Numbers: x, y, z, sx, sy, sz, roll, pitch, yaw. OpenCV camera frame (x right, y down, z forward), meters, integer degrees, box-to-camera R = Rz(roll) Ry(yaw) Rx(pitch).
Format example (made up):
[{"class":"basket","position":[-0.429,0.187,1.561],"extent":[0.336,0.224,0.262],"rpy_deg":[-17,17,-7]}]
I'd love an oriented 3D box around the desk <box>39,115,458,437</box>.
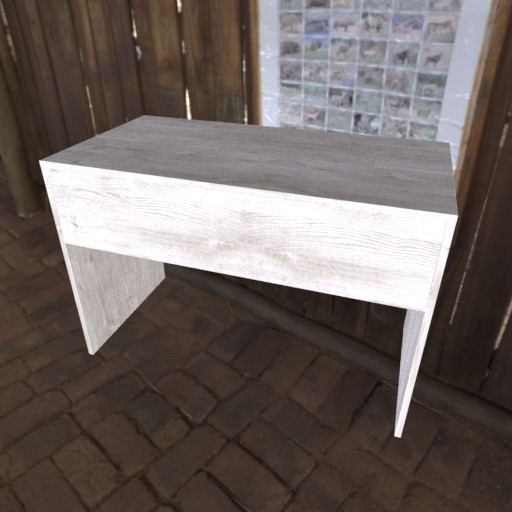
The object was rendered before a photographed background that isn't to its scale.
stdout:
[{"class":"desk","position":[0.000,0.000,1.510],"extent":[1.100,0.730,0.560],"rpy_deg":[10,32,16]}]
